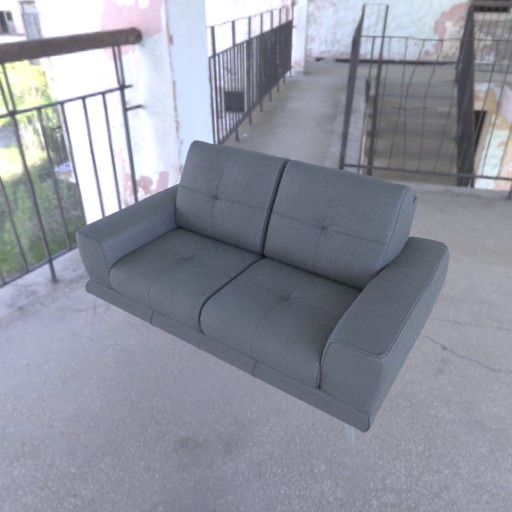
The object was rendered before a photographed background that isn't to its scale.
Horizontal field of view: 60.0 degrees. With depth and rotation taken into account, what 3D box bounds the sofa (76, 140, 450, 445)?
[{"bbox_3d":[0.000,0.000,2.400,1.806,0.907,1.018,19,36,28],"label":"sofa"}]
